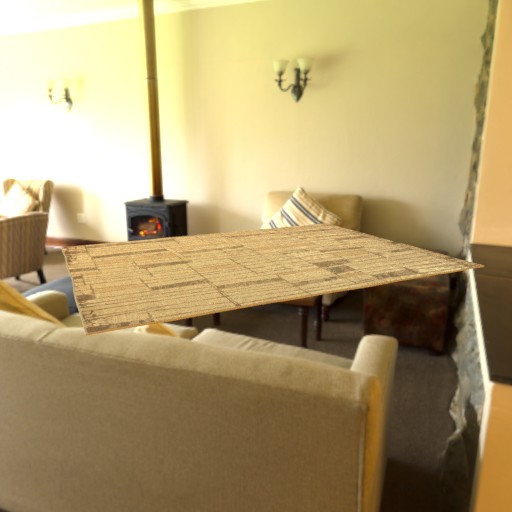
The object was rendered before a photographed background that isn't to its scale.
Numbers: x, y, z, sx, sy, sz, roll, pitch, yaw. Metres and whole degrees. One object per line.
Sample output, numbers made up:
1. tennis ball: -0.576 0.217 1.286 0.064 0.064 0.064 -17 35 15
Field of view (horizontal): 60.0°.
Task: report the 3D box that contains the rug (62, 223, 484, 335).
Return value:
1. rug: 0.000 0.000 4.298 3.357 0.019 2.449 -7 16 -25
